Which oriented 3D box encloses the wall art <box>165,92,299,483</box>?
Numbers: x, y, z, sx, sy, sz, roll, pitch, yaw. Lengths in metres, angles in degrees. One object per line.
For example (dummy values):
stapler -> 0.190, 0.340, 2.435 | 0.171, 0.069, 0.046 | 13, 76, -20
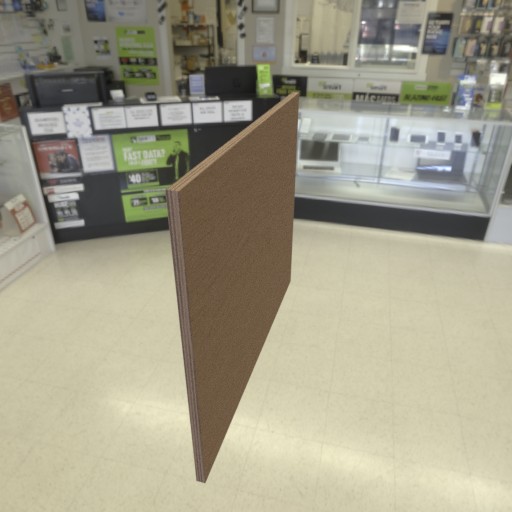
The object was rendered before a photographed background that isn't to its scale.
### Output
wall art -> 0.000, 0.000, 0.693 | 0.013, 0.406, 0.508 | 8, 31, 14
